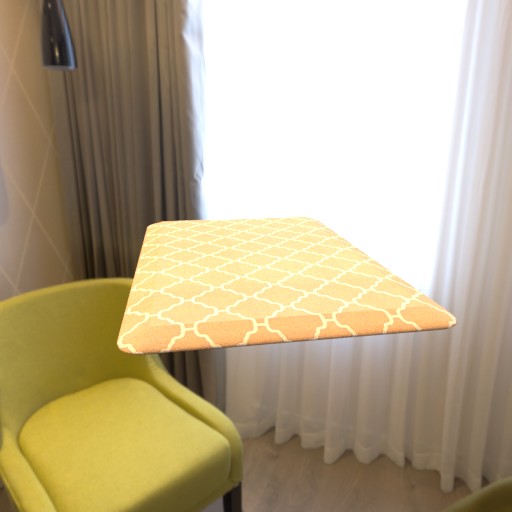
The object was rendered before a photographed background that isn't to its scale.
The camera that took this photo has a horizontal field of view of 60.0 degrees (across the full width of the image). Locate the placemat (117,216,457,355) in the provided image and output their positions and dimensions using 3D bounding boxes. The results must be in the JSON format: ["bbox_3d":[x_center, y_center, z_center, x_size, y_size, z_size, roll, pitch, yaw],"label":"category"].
[{"bbox_3d":[0.000,0.000,0.974,0.508,0.021,0.762,-3,17,-9],"label":"placemat"}]
